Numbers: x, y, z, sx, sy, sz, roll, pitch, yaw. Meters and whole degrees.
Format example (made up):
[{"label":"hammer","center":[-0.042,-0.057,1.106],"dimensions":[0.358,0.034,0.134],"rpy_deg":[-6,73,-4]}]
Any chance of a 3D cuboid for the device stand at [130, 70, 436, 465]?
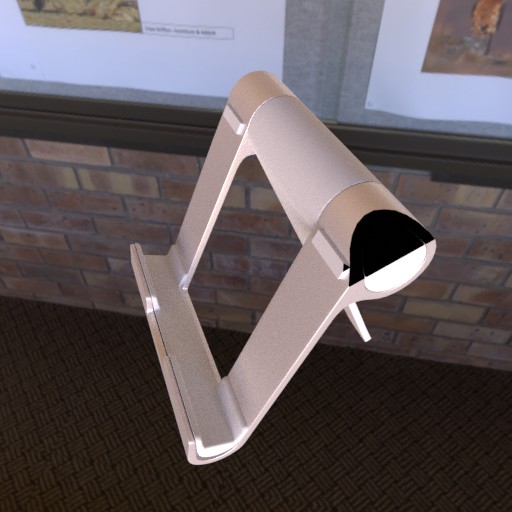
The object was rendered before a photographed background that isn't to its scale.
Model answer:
[{"label":"device stand","center":[0.000,0.000,0.148],"dimensions":[0.079,0.084,0.086],"rpy_deg":[-16,49,-15]}]
